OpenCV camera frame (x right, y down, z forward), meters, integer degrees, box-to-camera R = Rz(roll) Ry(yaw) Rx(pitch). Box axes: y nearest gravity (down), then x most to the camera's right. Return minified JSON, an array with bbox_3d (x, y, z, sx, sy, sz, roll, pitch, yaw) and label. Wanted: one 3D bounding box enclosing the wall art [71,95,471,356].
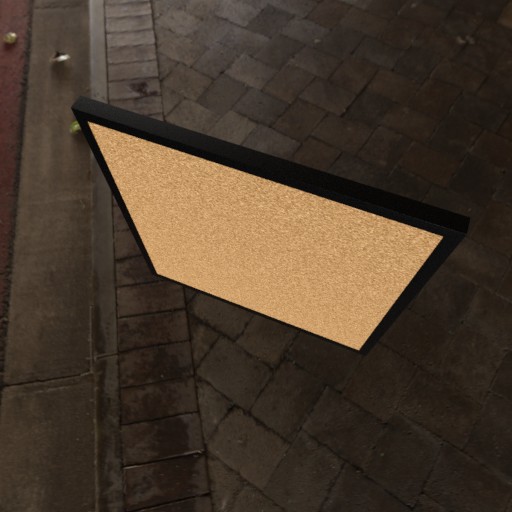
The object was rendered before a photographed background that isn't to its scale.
[{"bbox_3d":[0.000,0.000,1.130,0.756,0.755,0.036,20,64,10],"label":"wall art"}]
